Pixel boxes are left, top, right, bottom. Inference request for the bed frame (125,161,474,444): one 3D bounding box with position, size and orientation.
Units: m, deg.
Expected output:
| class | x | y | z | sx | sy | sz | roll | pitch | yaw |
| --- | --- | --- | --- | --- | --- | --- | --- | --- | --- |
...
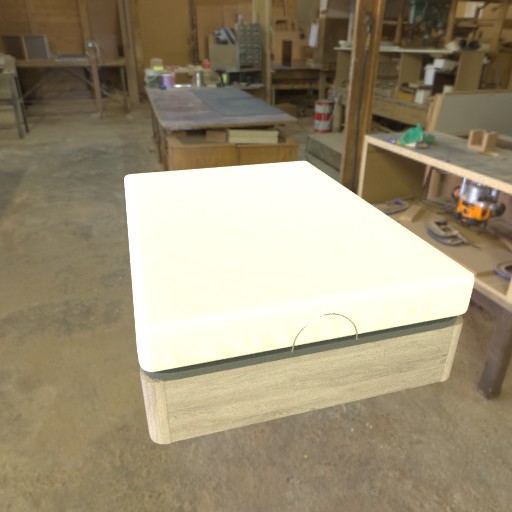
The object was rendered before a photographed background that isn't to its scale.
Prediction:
| class | x | y | z | sx | sy | sz | roll | pitch | yaw |
| --- | --- | --- | --- | --- | --- | --- | --- | --- | --- |
| bed frame | 0.000 | 0.000 | 2.581 | 1.400 | 0.561 | 1.900 | -7 | 28 | -14 |
